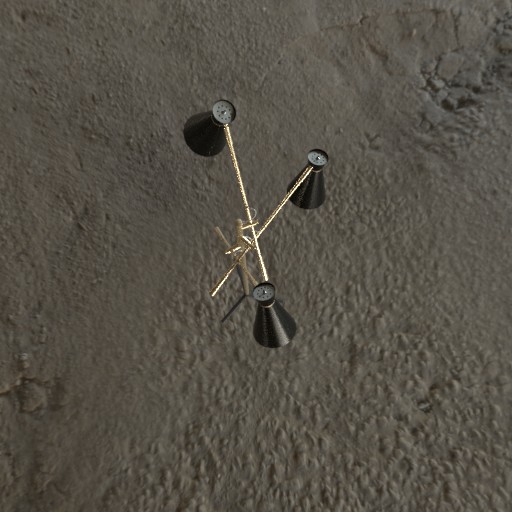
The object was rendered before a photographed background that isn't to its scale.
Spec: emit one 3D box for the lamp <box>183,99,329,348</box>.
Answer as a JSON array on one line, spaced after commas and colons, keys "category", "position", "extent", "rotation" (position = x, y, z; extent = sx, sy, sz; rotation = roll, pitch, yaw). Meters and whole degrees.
[{"category": "lamp", "position": [0.000, 0.000, 2.144], "extent": [0.750, 1.804, 0.653], "rotation": [41, 80, 9]}]
